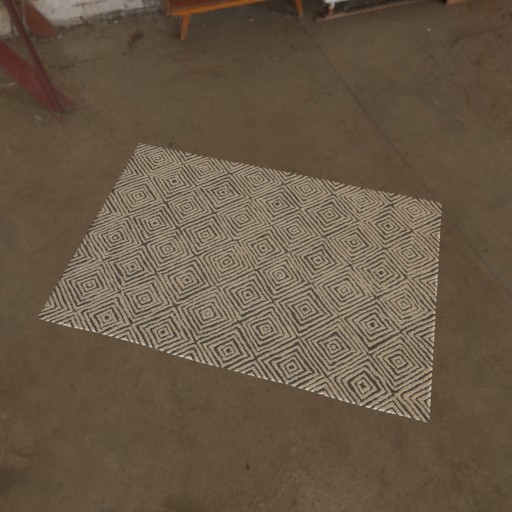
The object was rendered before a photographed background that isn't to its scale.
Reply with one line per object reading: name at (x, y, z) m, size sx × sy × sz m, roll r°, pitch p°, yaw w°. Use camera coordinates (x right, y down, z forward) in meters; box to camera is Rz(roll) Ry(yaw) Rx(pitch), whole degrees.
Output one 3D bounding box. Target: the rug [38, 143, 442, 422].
rug at (0.000, 0.000, 2.201) m, size 1.750 × 0.004 × 1.177 m, roll 13°, pitch 58°, yaw 8°
